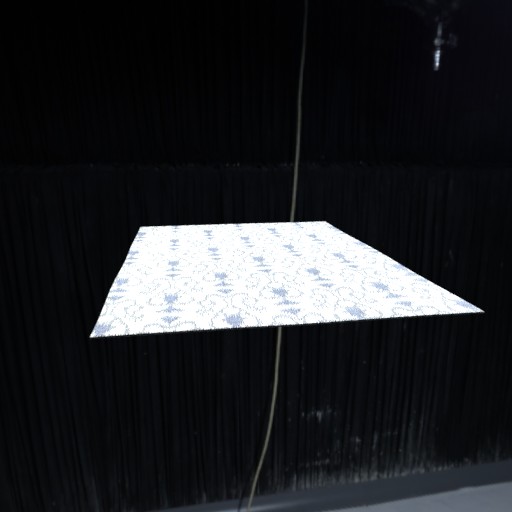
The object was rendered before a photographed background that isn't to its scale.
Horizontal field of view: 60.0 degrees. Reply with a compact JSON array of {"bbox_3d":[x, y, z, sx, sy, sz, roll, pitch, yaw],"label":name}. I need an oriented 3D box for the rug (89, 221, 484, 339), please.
[{"bbox_3d":[0.000,0.000,2.902,1.676,0.013,2.261,-2,15,-9],"label":"rug"}]
